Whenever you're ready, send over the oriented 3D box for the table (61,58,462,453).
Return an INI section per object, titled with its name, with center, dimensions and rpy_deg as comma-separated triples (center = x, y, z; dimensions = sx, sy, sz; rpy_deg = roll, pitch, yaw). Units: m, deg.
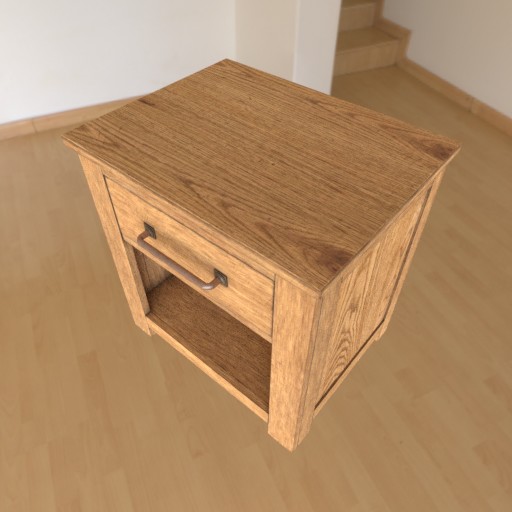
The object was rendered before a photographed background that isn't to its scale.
[table]
center = 0.000, 0.000, 1.058
dimensions = 0.601, 0.625, 0.494
rpy_deg = 31, 54, 27
